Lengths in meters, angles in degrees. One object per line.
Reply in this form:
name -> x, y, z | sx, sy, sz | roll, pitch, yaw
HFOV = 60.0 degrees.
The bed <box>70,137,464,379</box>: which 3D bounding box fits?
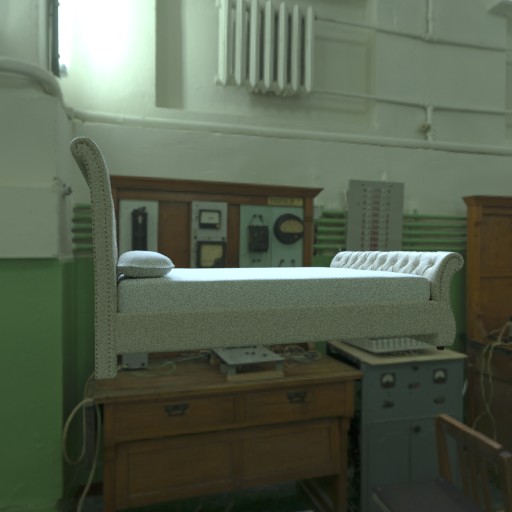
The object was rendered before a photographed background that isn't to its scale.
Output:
bed -> 0.000, 0.000, 3.409 | 2.493, 1.268, 1.606 | 0, 1, -17
